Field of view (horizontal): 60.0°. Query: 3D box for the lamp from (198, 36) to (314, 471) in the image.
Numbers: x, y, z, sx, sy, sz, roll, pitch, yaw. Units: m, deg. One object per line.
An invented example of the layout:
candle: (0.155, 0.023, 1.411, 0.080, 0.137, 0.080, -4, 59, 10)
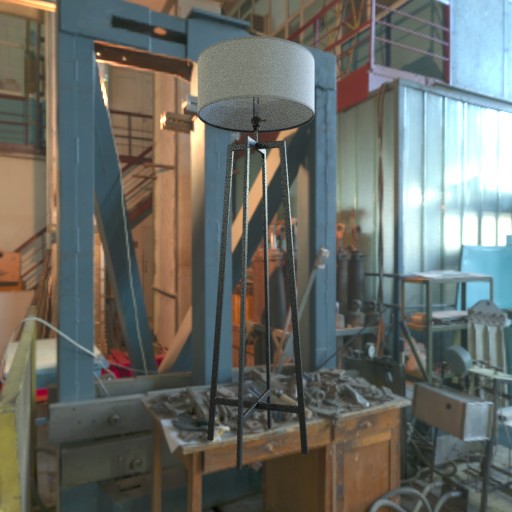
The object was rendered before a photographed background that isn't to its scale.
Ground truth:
lamp: (0.000, 0.000, 1.753, 0.456, 1.510, 0.457, 0, 0, 18)
